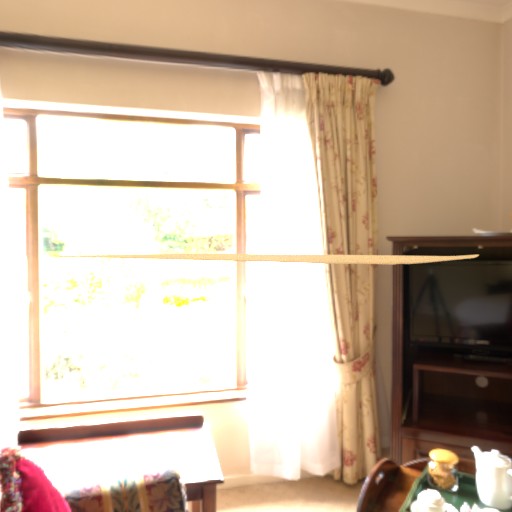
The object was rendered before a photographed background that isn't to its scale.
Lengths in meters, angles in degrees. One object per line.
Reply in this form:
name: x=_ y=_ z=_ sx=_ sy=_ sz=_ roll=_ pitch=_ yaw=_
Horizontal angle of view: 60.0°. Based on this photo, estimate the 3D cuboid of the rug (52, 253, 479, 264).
rug: x=0.000 y=0.000 z=2.955 sx=2.434 sy=0.023 sz=1.518 roll=1 pitch=2 yaw=37
